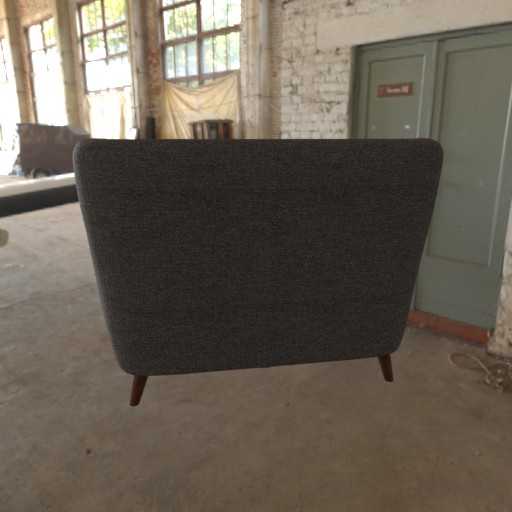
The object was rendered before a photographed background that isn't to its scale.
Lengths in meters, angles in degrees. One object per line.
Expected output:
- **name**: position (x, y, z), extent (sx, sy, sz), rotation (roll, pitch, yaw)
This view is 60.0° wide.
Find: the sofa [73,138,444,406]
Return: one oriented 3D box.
- **sofa**: position (0.000, 0.000, 1.991), extent (1.358, 1.028, 0.874), rotation (-3, 16, -9)
